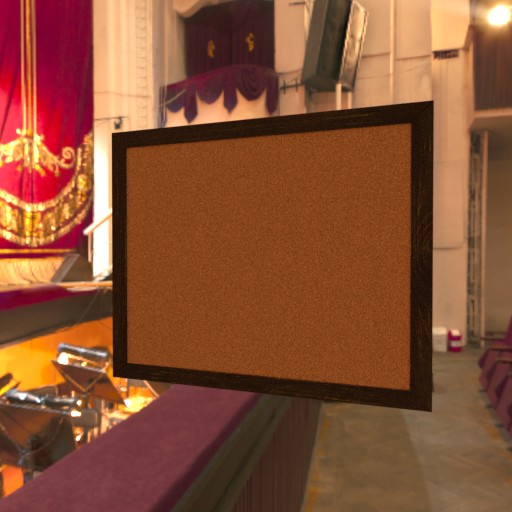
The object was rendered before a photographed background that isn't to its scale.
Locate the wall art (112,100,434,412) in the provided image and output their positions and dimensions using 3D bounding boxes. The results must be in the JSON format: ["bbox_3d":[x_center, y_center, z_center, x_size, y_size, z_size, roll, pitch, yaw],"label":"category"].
[{"bbox_3d":[0.000,0.000,0.755,0.558,0.457,0.032,0,1,19],"label":"wall art"}]
